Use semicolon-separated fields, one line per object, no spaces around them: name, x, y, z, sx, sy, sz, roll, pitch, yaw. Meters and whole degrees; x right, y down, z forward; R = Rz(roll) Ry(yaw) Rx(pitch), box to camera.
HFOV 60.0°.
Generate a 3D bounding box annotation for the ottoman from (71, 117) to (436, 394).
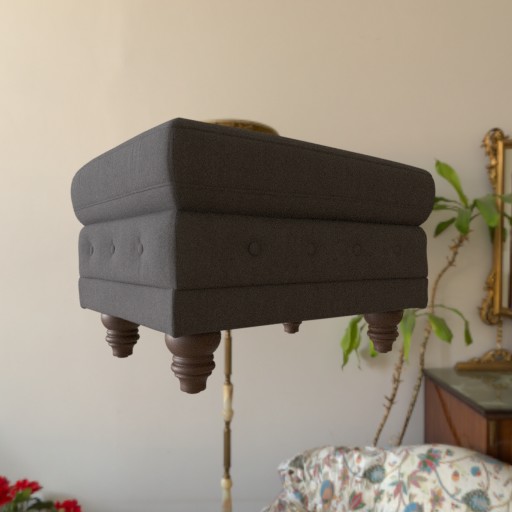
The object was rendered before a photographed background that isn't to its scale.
ottoman;0.000;0.000;1.127;0.771;0.500;0.569;0;0;-37
